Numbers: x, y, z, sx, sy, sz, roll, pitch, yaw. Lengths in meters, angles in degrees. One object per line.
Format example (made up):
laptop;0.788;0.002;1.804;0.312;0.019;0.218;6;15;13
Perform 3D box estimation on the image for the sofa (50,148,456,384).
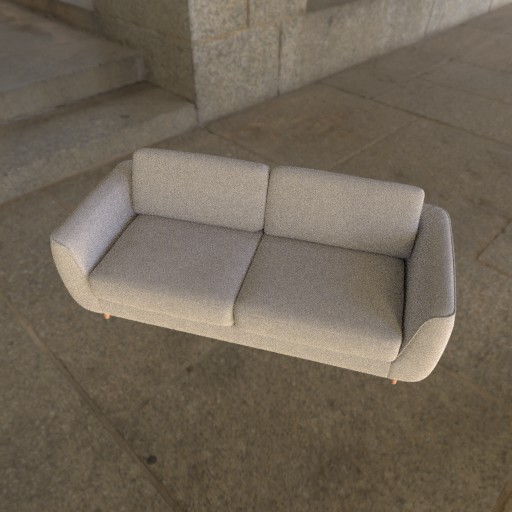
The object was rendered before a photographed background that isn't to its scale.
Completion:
sofa;0.000;0.000;2.460;2.000;0.850;0.920;10;42;12
